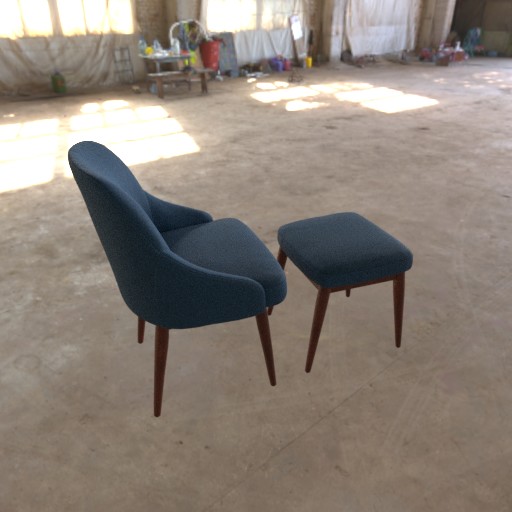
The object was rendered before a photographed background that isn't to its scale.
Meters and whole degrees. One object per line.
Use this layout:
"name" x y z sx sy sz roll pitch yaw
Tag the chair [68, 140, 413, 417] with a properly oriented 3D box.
"chair" 0.000 0.000 1.600 1.114 0.866 0.584 -10 30 -18
